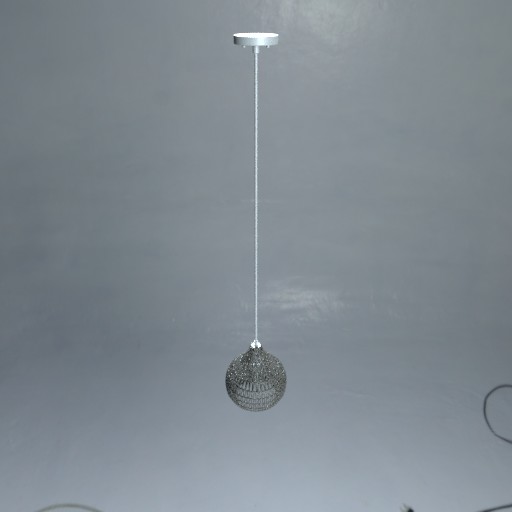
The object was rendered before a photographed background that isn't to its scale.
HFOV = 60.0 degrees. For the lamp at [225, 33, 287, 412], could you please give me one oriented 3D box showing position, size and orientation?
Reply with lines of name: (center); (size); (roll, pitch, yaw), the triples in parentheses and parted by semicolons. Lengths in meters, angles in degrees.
lamp: (0.000, 0.000, 2.144); (0.355, 1.919, 0.355); (1, 31, 2)
